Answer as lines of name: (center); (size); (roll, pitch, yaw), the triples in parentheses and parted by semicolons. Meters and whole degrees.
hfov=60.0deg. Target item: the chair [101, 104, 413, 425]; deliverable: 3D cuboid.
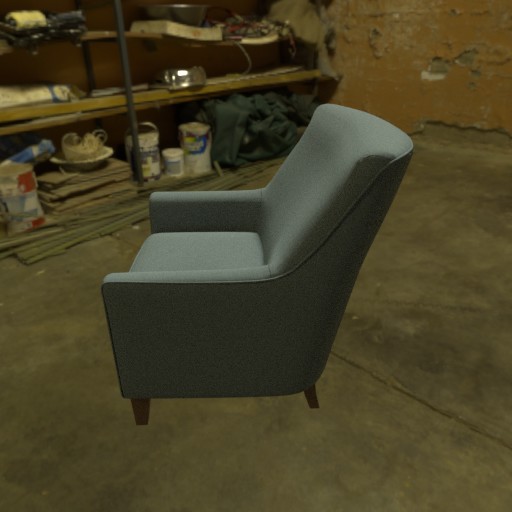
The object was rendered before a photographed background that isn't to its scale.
chair: (0.000, 0.000, 1.553); (0.879, 0.916, 0.756); (-1, 27, -1)
